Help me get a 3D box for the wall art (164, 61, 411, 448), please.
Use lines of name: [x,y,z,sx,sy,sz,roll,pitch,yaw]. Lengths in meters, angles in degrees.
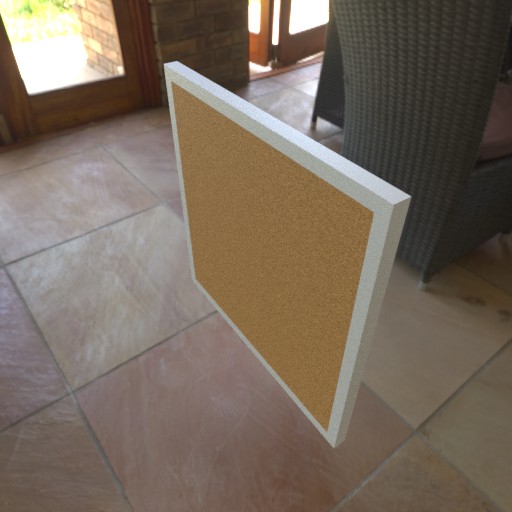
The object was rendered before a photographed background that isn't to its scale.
wall art: [0.000,0.000,1.143,0.038,0.762,0.762,-25,47,-26]
